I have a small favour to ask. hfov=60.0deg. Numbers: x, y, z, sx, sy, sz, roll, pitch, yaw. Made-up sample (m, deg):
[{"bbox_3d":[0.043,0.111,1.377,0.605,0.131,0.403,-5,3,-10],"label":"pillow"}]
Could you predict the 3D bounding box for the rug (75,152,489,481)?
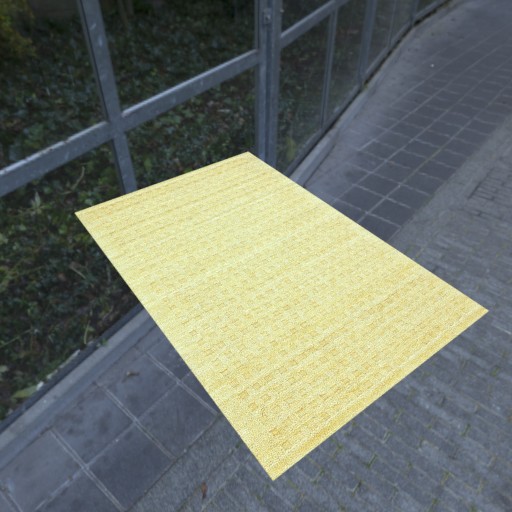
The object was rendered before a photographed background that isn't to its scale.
[{"bbox_3d":[0.000,0.000,2.812,1.524,0.006,2.286,-26,47,-27],"label":"rug"}]
